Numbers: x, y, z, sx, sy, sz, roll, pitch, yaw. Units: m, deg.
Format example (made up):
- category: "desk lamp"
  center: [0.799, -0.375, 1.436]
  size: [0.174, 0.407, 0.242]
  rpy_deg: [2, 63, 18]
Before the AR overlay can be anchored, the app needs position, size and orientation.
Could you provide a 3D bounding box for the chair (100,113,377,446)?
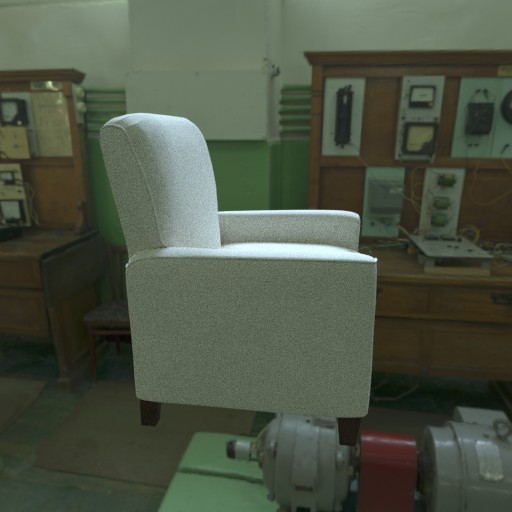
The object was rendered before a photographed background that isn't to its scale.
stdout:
- category: "chair"
  center: [0.000, 0.000, 1.683]
  size: [0.858, 1.028, 0.841]
  rpy_deg: [2, 16, 8]
